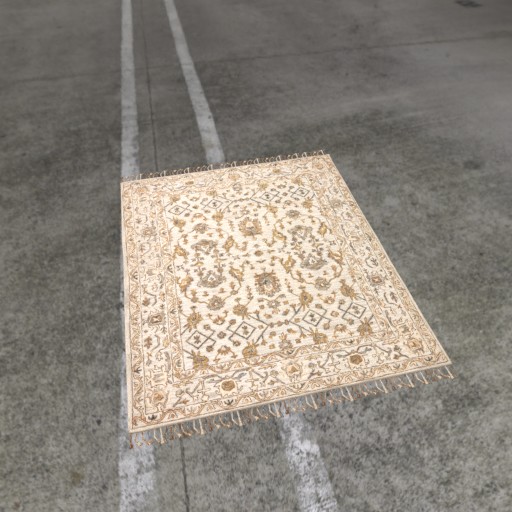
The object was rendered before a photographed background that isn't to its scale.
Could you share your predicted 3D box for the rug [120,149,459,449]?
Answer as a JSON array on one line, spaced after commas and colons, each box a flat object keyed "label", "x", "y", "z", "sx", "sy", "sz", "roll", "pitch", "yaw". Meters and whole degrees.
[{"label": "rug", "x": 0.000, "y": 0.000, "z": 4.118, "sx": 2.426, "sy": 0.034, "sz": 3.061, "roll": -9, "pitch": 48, "yaw": -9}]
